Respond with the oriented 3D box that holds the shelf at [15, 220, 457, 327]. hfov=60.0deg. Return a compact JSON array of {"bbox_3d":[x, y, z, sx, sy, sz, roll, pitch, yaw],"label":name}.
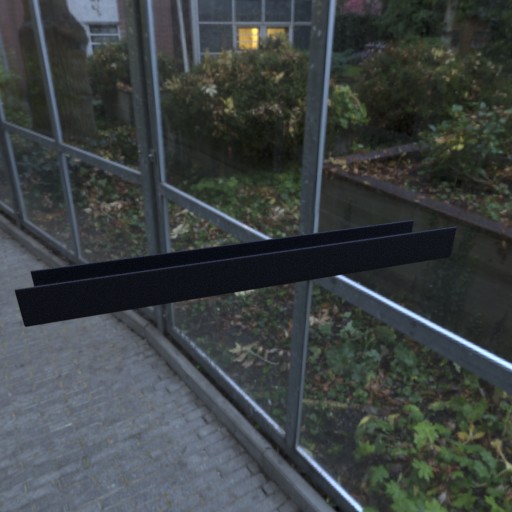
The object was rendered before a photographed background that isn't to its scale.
[{"bbox_3d":[0.000,0.000,0.638,0.605,0.053,0.102,-8,27,-16],"label":"shelf"}]
